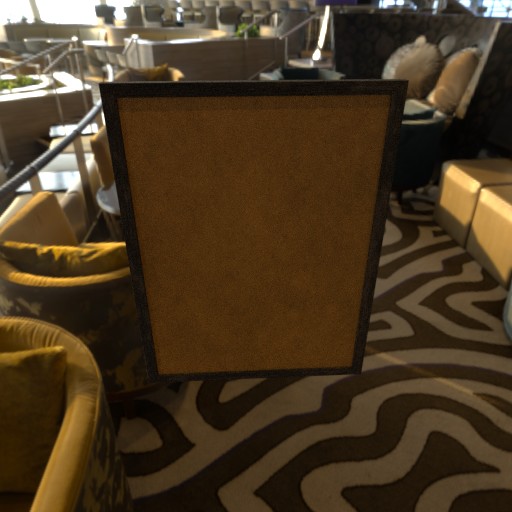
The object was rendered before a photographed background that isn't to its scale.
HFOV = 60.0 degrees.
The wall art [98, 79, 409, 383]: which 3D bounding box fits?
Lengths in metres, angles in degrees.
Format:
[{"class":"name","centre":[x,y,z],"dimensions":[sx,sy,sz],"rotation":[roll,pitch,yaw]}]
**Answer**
[{"class":"wall art","centre":[0.000,0.000,1.437],"dimensions":[0.812,1.066,0.029],"rotation":[-2,30,-3]}]
